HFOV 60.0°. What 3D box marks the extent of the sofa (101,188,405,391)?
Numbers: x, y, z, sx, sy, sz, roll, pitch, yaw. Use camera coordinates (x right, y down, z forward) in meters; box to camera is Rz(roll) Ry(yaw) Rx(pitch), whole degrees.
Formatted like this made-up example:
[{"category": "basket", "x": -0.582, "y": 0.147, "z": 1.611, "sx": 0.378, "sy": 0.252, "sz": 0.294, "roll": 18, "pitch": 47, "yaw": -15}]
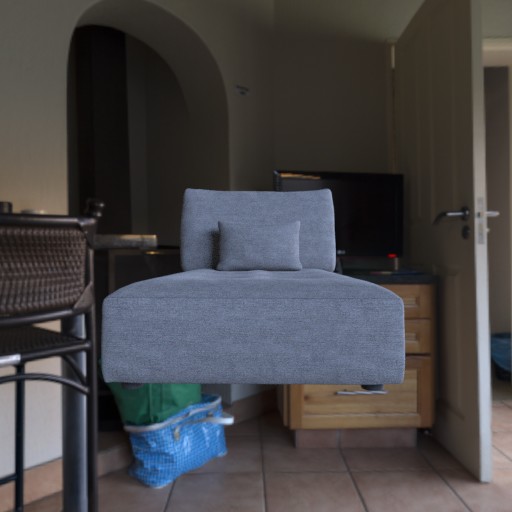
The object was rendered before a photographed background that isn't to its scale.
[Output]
[{"category": "sofa", "x": 0.000, "y": 0.000, "z": 2.023, "sx": 0.930, "sy": 0.820, "sz": 1.450, "roll": 0, "pitch": 0, "yaw": 1}]
